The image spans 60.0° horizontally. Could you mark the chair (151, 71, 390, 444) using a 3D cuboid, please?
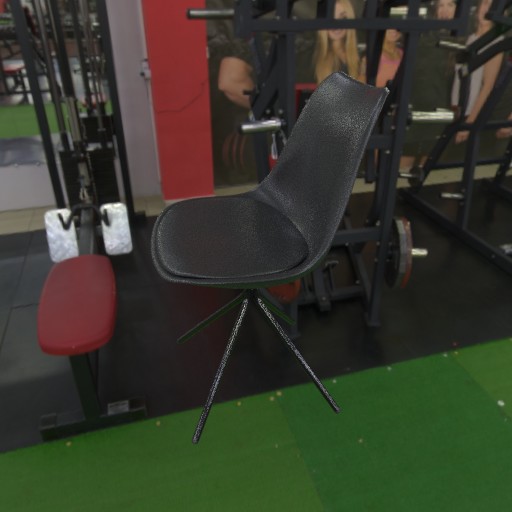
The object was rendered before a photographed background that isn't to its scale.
[{"bbox_3d":[0.000,0.000,1.156,0.525,0.850,0.461,-7,31,-12],"label":"chair"}]
